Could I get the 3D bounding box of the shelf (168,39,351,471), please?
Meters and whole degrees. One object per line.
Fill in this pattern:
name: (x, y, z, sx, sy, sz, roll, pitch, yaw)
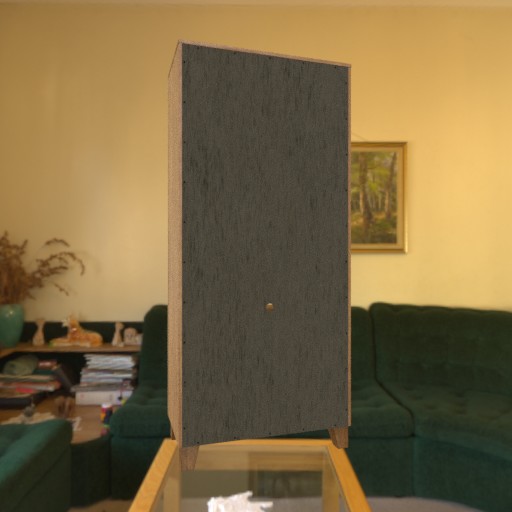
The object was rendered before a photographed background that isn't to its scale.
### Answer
shelf: (0.000, 0.000, 2.315, 0.864, 1.930, 0.453, 0, 0, -17)
